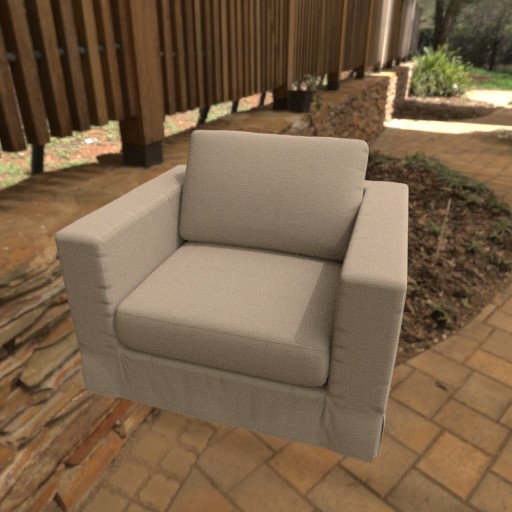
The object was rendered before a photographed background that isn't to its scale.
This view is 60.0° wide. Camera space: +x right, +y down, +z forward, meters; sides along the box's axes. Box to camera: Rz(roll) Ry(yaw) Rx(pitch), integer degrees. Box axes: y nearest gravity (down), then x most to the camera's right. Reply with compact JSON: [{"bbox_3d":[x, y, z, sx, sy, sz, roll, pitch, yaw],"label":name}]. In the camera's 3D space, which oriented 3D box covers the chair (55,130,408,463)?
[{"bbox_3d":[0.000,0.000,1.784,1.150,0.878,0.957,8,27,16],"label":"chair"}]
